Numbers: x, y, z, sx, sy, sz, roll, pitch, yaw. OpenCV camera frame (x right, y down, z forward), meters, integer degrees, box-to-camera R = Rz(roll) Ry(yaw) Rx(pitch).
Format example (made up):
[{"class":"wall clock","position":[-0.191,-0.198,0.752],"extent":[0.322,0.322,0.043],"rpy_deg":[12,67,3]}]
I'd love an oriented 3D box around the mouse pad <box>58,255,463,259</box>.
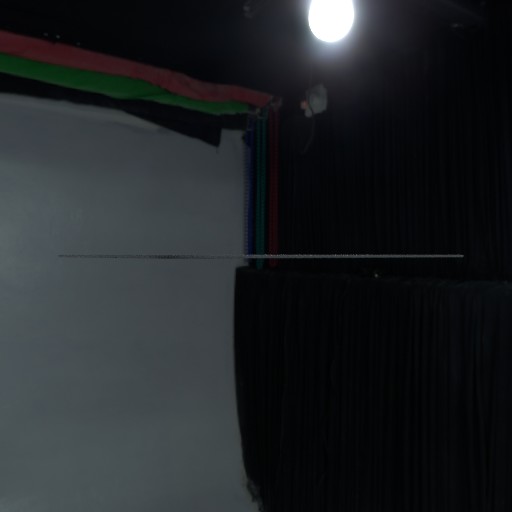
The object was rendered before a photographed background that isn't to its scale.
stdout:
[{"class":"mouse pad","position":[0.000,0.000,0.436],"extent":[0.315,0.002,0.269],"rpy_deg":[0,0,-37]}]
